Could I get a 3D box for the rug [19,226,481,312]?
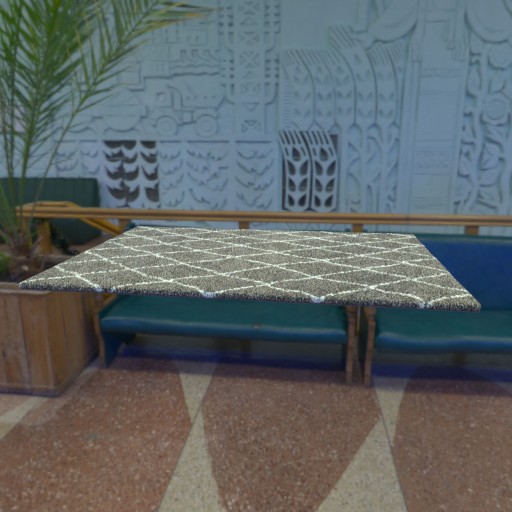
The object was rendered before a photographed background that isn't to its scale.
[{"bbox_3d":[0.000,0.000,2.257,1.778,0.030,1.219,2,15,8],"label":"rug"}]
